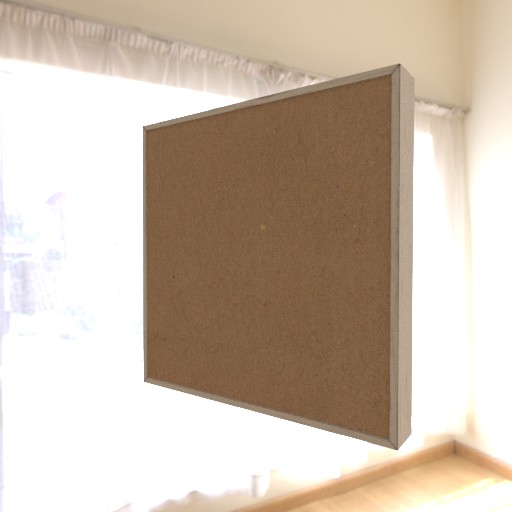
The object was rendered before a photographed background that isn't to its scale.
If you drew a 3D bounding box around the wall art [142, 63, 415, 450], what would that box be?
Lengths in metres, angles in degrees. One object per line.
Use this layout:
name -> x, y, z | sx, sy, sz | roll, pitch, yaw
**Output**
wall art -> 0.000, 0.000, 0.453 | 0.305, 0.305, 0.038 | 1, 1, 36
